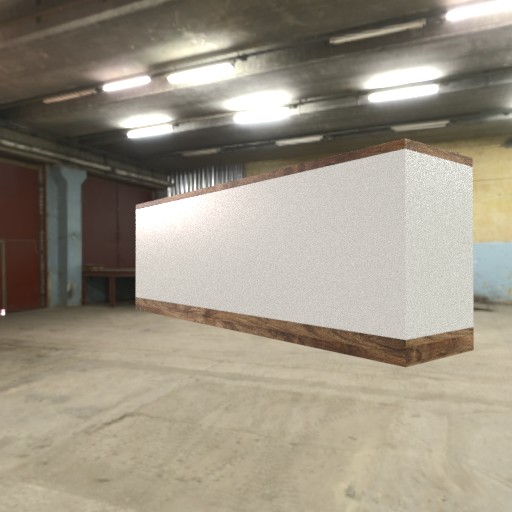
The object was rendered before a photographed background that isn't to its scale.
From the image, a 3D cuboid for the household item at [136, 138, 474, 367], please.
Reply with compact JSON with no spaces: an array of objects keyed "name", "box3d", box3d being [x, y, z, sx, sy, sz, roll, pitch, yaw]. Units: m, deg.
[{"name":"household item","box3d":[0.000,0.000,2.017,0.390,0.615,1.800,1,-1,-38]}]
